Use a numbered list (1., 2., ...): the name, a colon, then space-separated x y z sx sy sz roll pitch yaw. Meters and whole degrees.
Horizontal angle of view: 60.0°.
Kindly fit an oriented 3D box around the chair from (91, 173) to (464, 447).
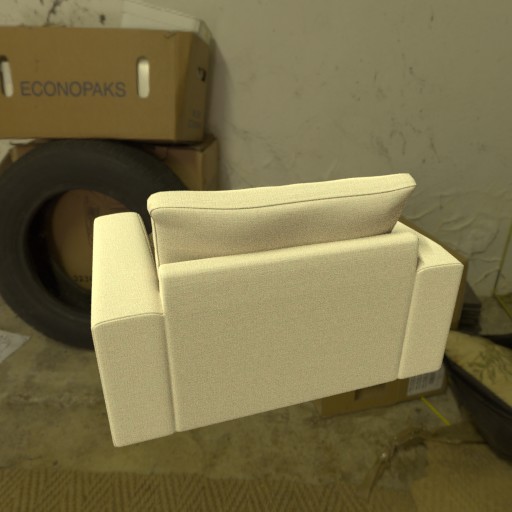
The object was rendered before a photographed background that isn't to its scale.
1. chair: 0.000 0.000 2.035 1.398 0.915 1.039 -8 27 -16
